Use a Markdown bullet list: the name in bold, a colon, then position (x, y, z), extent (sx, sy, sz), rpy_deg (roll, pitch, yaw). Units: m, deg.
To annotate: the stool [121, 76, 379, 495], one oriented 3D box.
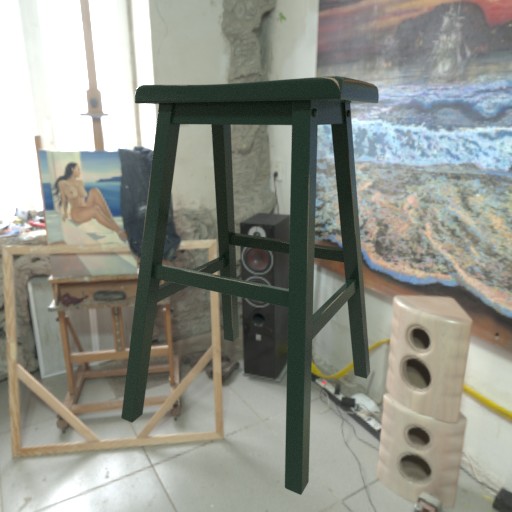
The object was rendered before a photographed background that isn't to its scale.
- **stool**: position (0.000, 0.000, 1.021), extent (0.457, 0.737, 0.476), rpy_deg (9, 20, 28)
